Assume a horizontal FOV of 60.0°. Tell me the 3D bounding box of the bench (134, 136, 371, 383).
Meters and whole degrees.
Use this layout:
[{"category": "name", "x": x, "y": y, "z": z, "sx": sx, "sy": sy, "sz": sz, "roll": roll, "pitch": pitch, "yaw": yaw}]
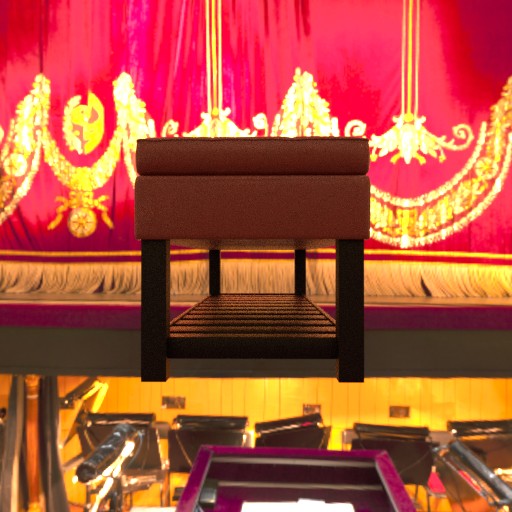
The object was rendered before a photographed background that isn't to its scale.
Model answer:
[{"category": "bench", "x": 0.000, "y": 0.000, "z": 1.335, "sx": 0.432, "sy": 0.460, "sz": 1.105, "roll": 0, "pitch": 0, "yaw": 1}]
